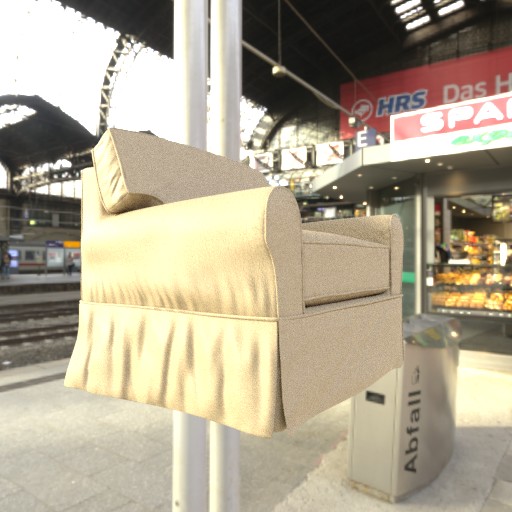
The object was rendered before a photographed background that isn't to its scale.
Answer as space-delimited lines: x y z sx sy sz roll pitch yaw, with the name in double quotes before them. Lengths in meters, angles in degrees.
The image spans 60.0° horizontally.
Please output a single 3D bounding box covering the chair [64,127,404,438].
"chair" 0.000 0.000 1.753 0.903 0.937 1.096 0 -1 36
